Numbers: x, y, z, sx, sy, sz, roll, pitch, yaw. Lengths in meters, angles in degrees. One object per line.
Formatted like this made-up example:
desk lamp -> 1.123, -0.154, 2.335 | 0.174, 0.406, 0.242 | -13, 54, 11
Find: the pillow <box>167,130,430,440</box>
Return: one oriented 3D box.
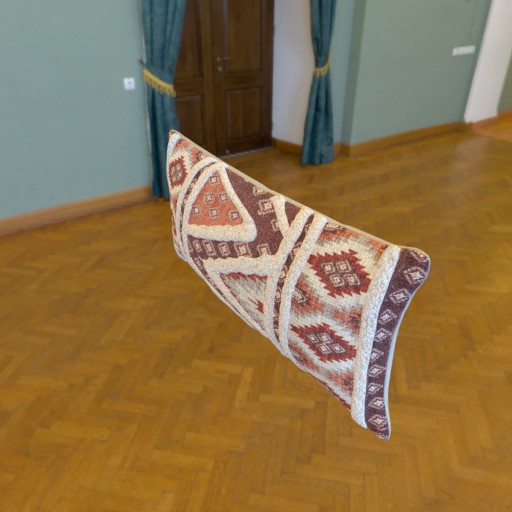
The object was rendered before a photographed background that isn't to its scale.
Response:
pillow -> 0.000, 0.000, 0.736 | 0.161, 0.295, 0.608 | -20, 37, -29
